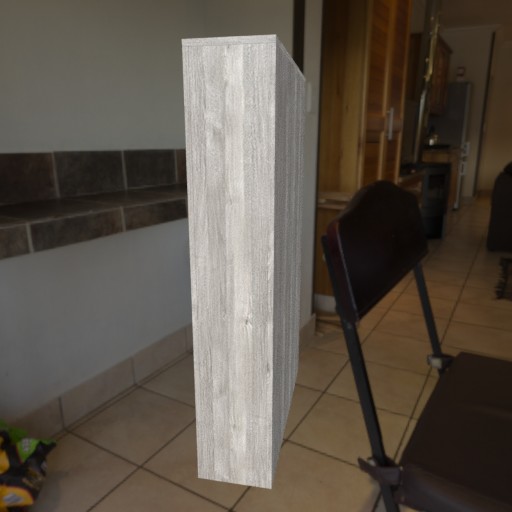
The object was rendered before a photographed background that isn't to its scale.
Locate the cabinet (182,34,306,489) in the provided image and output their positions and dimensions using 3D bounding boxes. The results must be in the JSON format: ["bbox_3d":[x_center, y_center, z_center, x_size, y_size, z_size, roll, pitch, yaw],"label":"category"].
[{"bbox_3d":[0.000,0.000,1.586,0.250,1.280,0.750,3,15,11],"label":"cabinet"}]
